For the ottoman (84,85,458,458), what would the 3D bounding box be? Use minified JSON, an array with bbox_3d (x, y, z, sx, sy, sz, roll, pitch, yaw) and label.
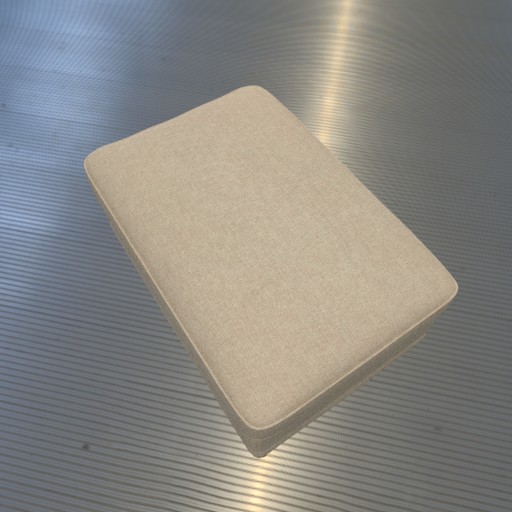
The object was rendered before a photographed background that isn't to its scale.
[{"bbox_3d":[0.000,0.000,1.164,0.559,0.458,0.813,-30,63,-17],"label":"ottoman"}]
